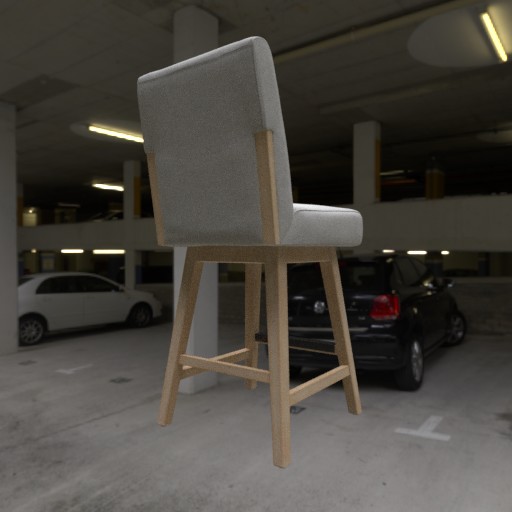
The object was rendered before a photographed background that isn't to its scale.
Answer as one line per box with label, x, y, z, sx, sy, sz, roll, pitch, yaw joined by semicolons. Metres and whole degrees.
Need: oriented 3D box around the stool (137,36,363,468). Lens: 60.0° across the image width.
stool;0.000;0.000;1.429;0.507;1.085;0.606;1;1;37
